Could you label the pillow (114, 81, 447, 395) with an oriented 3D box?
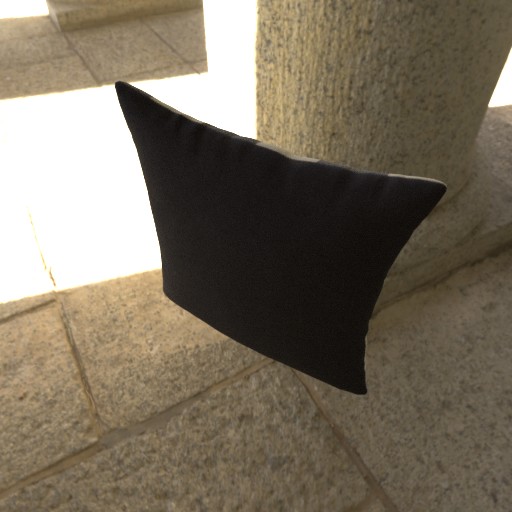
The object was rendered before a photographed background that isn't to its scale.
[{"bbox_3d":[0.000,0.000,0.778,0.511,0.509,0.161,24,51,21],"label":"pillow"}]
